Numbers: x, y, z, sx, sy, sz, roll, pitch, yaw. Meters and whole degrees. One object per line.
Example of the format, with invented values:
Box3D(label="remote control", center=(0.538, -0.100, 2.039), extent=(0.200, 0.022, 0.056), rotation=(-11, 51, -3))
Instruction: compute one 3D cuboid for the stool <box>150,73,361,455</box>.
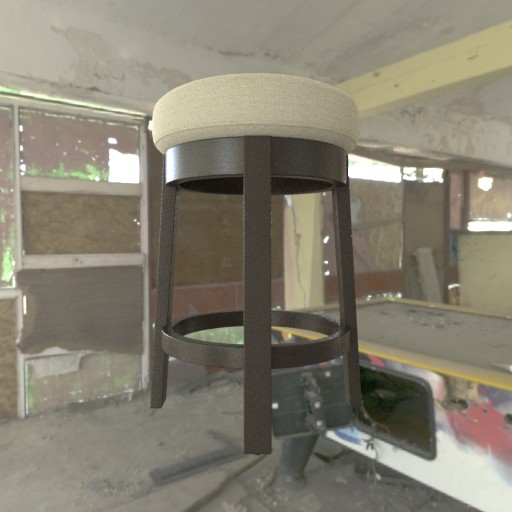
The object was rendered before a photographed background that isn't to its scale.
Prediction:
Box3D(label="stool", center=(0.000, 0.000, 0.950), extent=(0.449, 0.655, 0.449), rotation=(0, 2, 0))
